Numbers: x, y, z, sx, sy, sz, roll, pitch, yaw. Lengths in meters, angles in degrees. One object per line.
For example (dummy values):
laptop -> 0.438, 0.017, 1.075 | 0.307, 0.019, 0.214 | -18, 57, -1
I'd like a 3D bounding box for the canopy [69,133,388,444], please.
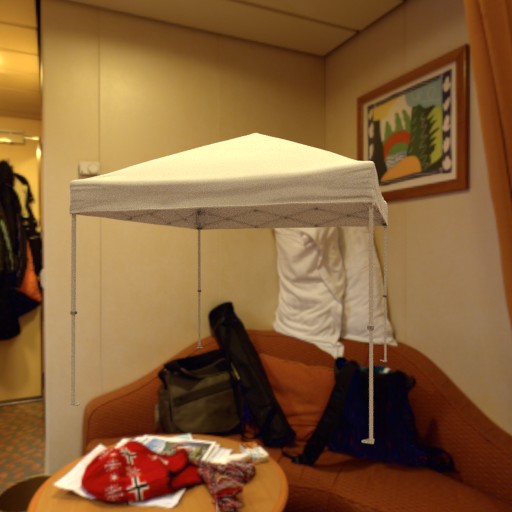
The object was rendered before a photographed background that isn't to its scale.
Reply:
canopy -> 0.000, 0.000, 5.403 | 2.998, 2.997, 2.996 | 0, 0, 18
